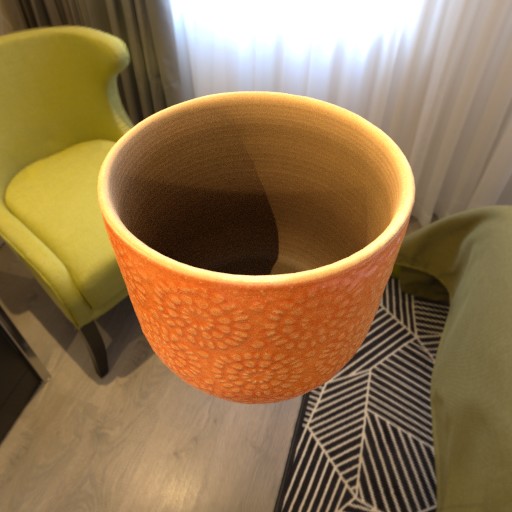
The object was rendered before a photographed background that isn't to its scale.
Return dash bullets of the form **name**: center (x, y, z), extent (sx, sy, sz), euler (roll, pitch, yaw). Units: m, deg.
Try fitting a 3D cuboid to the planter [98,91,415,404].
- **planter**: center (0.000, 0.000, 0.289), extent (0.170, 0.152, 0.170), euler (0, 48, 0)
